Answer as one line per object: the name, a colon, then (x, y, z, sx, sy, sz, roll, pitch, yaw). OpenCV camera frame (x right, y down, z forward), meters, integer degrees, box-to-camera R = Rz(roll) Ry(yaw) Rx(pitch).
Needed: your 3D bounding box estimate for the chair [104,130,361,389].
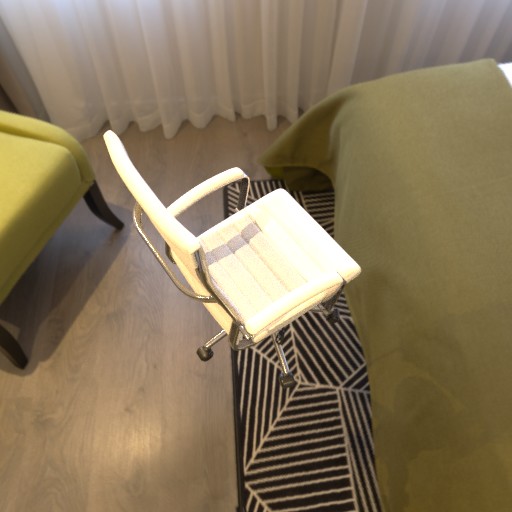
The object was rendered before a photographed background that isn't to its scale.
chair: (0.000, 0.000, 1.579, 0.679, 1.149, 0.679, -31, 62, -18)
